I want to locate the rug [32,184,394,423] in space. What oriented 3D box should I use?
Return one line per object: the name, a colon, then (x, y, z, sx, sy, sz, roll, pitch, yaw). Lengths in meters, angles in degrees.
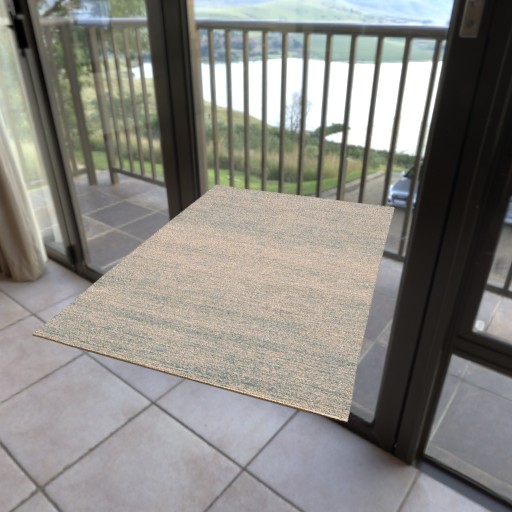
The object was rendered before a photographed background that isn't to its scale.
rug: (0.000, 0.000, 2.962, 1.613, 0.030, 2.306, 10, 31, 17)
